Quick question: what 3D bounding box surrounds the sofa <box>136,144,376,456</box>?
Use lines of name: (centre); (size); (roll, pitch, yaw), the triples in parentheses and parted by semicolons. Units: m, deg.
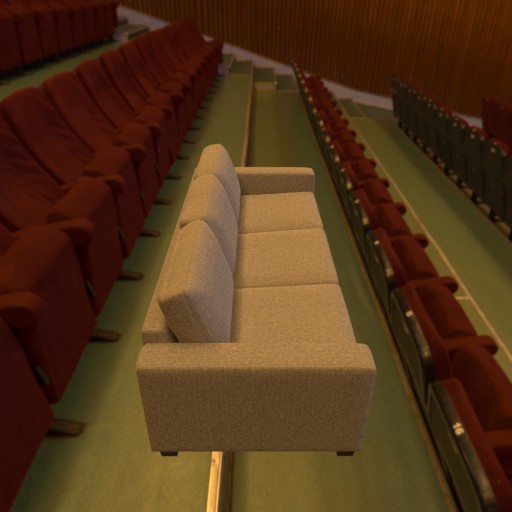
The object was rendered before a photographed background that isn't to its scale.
sofa: (0.000, 0.000, 2.586); (0.900, 0.800, 2.120); (0, 31, 0)
